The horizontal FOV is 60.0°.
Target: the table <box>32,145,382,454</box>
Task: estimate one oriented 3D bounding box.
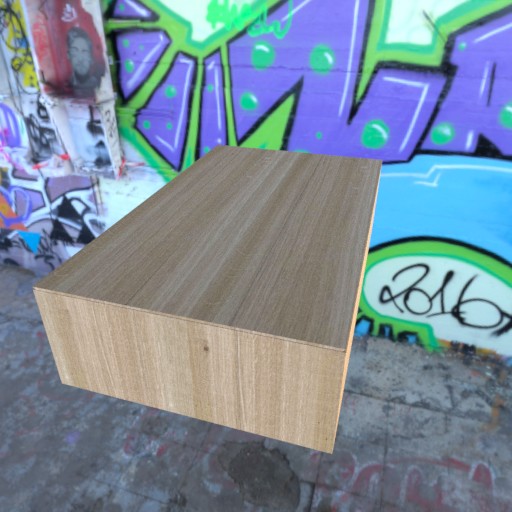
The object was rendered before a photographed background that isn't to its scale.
[{"bbox_3d":[0.000,0.000,1.423,0.678,0.353,1.110,9,32,15],"label":"table"}]
